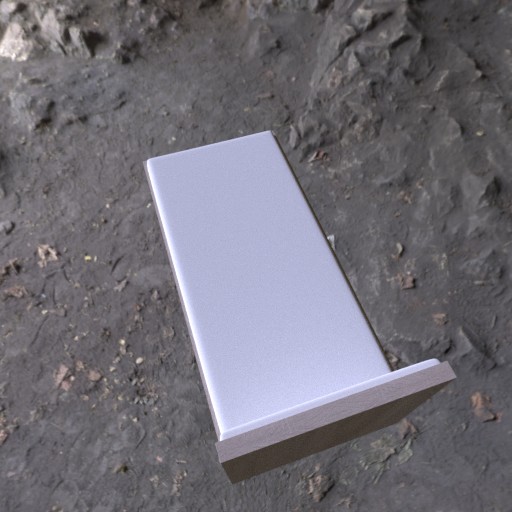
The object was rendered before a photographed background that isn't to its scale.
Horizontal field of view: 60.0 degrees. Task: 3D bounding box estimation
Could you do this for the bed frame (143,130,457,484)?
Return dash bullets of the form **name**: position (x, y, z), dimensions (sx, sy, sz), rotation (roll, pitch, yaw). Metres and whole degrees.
- **bed frame**: position (0.000, 0.000, 2.624), dimensions (0.990, 0.920, 2.140), rotation (-16, 60, -10)
